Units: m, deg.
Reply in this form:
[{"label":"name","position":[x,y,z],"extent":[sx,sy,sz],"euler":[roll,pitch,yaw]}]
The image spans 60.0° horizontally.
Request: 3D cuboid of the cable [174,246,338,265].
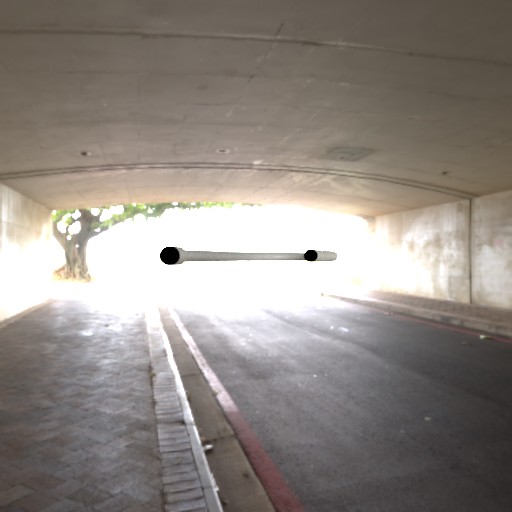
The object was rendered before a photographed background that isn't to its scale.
[{"label":"cable","position":[0.000,0.000,0.112],"extent":[0.041,0.005,0.098],"euler":[0,0,18]}]
